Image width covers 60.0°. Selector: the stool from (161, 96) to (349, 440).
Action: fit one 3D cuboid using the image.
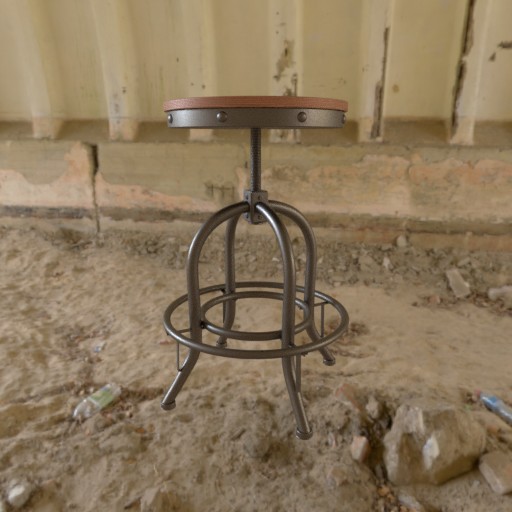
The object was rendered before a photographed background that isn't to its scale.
[{"bbox_3d":[0.000,0.000,0.933,0.439,0.609,0.439,-7,17,-26],"label":"stool"}]
